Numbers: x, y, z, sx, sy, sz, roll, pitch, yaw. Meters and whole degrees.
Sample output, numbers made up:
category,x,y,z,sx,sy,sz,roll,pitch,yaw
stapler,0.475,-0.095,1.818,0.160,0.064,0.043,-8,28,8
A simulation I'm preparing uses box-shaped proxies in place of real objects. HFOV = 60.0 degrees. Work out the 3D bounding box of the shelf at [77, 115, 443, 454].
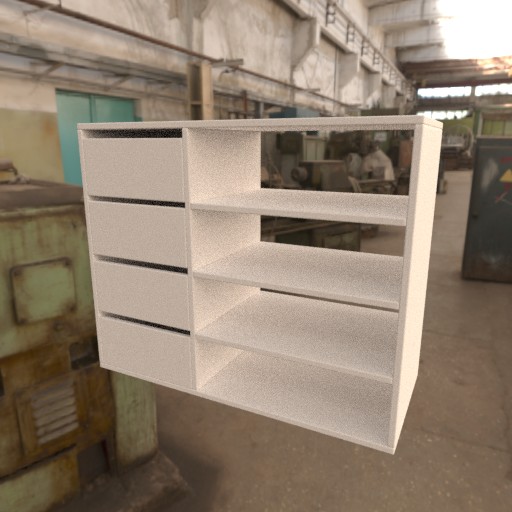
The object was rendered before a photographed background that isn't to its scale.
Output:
category,x,y,z,sx,sy,sz,roll,pitch,yaw
shelf,0.000,0.000,1.273,0.895,0.732,0.396,7,16,26
